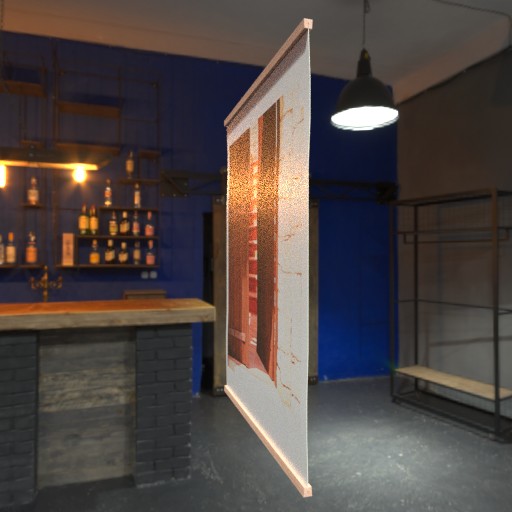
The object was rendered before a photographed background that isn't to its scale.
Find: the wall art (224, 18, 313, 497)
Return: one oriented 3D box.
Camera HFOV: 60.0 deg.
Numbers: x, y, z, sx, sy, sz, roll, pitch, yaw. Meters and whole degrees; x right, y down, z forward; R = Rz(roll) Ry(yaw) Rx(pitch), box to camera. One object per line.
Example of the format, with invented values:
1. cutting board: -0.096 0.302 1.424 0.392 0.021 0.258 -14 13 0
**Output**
1. wall art: 0.000 0.000 1.296 0.020 1.013 0.758 0 0 -17
